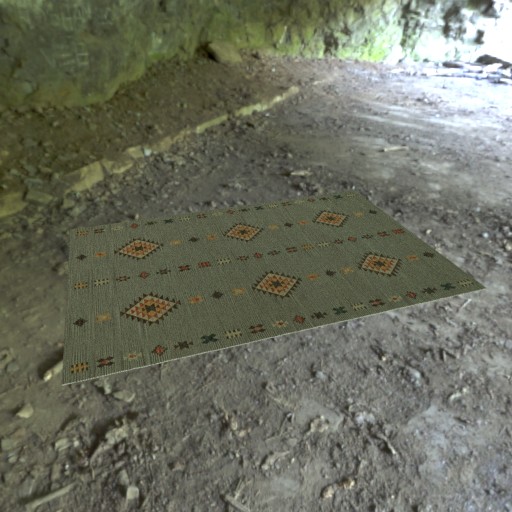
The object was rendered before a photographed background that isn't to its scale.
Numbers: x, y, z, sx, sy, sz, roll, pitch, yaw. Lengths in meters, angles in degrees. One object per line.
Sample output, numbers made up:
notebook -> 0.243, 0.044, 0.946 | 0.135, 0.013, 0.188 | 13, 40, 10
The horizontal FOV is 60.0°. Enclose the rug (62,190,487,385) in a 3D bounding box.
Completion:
rug -> 0.000, 0.000, 2.269 | 1.818, 0.005, 1.217 | -10, 32, -16
